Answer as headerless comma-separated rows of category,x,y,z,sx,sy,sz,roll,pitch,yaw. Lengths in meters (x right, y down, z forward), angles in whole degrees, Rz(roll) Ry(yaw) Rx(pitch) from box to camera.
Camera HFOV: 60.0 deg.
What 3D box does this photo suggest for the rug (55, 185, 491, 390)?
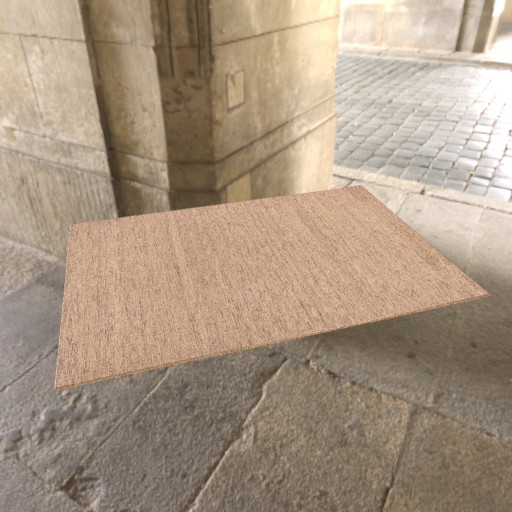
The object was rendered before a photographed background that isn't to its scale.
rug,0.000,0.000,2.262,1.840,0.013,1.225,-9,35,-14
